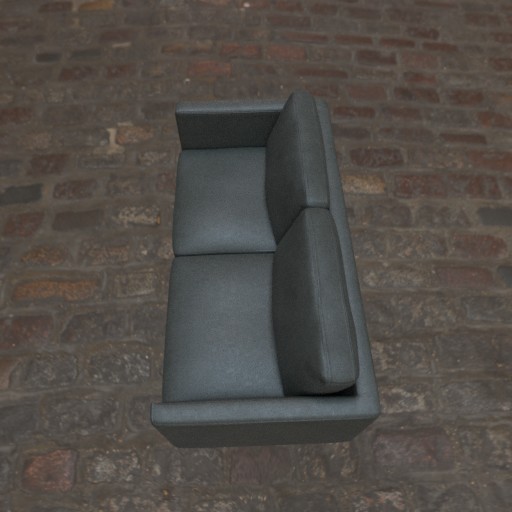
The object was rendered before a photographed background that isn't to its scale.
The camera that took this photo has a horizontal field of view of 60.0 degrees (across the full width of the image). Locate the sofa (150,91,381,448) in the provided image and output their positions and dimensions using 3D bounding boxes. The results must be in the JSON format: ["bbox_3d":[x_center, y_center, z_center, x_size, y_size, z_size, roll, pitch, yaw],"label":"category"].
[{"bbox_3d":[0.000,0.000,2.461,0.951,0.933,1.883,-2,59,-1],"label":"sofa"}]
